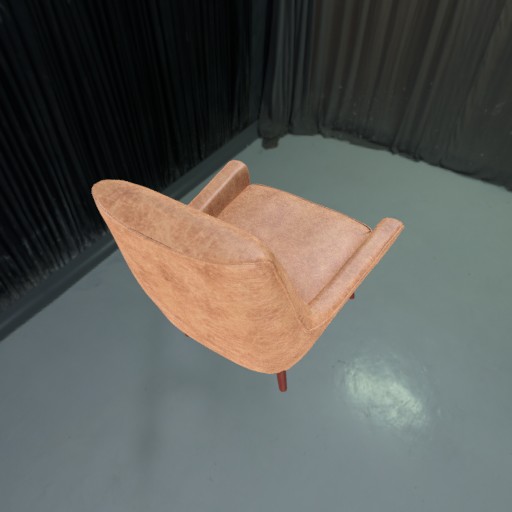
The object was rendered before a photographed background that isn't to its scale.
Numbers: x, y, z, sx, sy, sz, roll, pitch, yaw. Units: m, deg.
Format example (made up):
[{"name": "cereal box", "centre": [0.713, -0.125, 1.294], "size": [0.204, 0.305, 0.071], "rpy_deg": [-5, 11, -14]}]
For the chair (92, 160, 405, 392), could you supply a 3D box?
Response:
[{"name": "chair", "centre": [0.000, 0.000, 1.503], "size": [0.753, 0.883, 0.851], "rpy_deg": [25, 51, 22]}]
